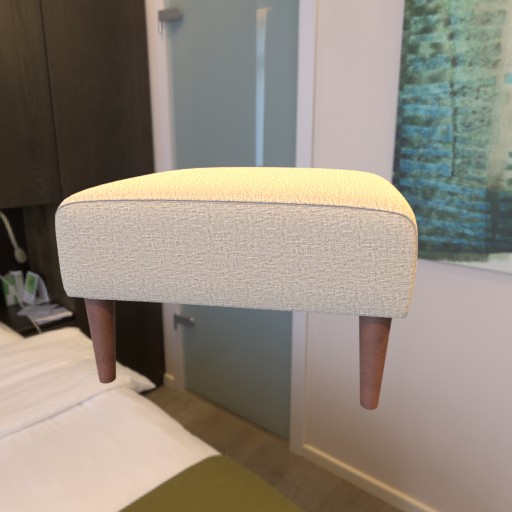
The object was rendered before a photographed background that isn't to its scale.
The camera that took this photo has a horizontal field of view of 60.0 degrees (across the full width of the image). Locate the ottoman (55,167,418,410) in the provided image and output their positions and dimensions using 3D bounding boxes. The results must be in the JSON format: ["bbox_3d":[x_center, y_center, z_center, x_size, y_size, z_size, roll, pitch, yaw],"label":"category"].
[{"bbox_3d":[0.000,0.000,1.069,0.649,0.398,0.650,3,15,10],"label":"ottoman"}]
